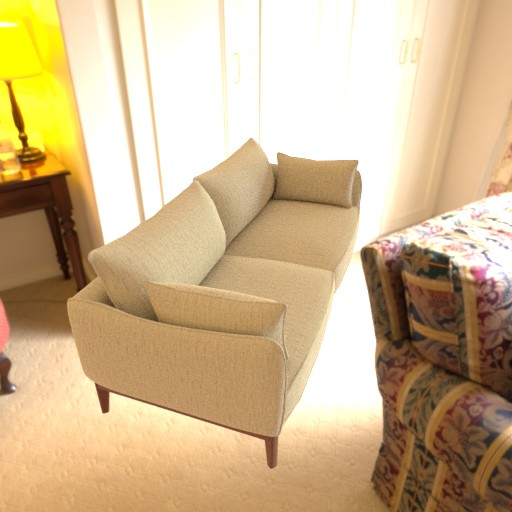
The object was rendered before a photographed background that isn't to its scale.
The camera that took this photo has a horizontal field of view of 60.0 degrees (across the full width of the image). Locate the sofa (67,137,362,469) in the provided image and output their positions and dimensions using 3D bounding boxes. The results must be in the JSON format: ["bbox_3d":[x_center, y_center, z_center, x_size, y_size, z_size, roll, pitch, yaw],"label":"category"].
[{"bbox_3d":[0.000,0.000,2.544,0.991,0.860,1.989,10,32,17],"label":"sofa"}]
